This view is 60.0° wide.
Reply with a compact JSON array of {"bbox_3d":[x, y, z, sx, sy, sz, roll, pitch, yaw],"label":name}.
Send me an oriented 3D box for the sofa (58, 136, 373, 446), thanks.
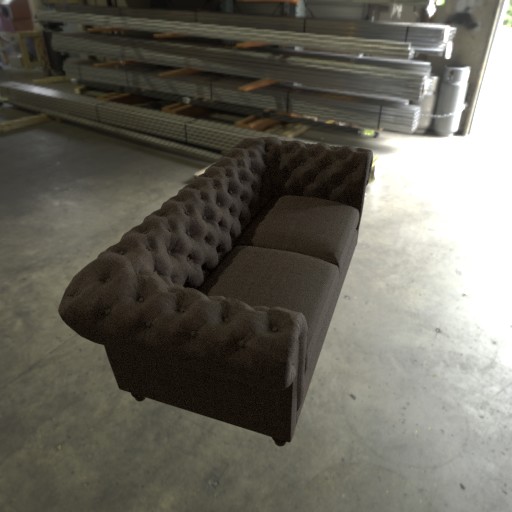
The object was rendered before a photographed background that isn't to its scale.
[{"bbox_3d":[0.000,0.000,2.439,0.944,0.780,2.048,11,34,17],"label":"sofa"}]
